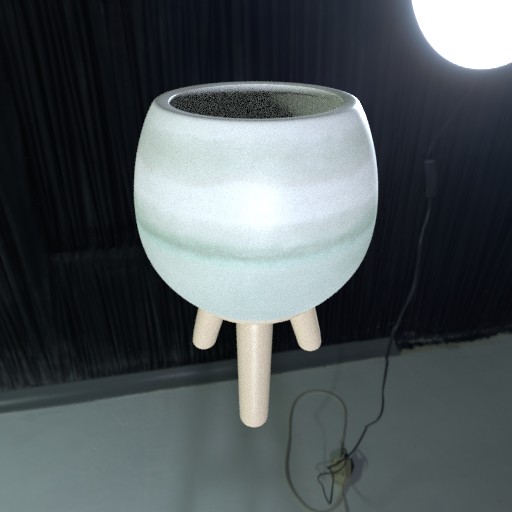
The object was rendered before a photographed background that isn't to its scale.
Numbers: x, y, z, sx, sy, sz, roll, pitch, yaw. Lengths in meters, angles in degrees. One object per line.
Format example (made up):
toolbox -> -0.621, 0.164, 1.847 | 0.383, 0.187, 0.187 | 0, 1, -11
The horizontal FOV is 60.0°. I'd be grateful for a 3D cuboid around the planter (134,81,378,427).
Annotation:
planter -> 0.000, 0.000, 0.326 | 0.161, 0.224, 0.161 | 0, 30, 0
